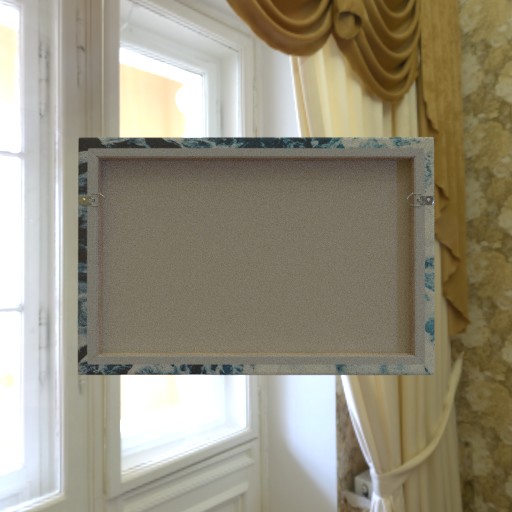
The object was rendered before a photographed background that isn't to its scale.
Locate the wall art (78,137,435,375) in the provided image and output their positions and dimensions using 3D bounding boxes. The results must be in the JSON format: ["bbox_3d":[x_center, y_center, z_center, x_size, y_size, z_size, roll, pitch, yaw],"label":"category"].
[{"bbox_3d":[0.000,0.000,1.153,0.915,0.610,0.042,0,0,0],"label":"wall art"}]
